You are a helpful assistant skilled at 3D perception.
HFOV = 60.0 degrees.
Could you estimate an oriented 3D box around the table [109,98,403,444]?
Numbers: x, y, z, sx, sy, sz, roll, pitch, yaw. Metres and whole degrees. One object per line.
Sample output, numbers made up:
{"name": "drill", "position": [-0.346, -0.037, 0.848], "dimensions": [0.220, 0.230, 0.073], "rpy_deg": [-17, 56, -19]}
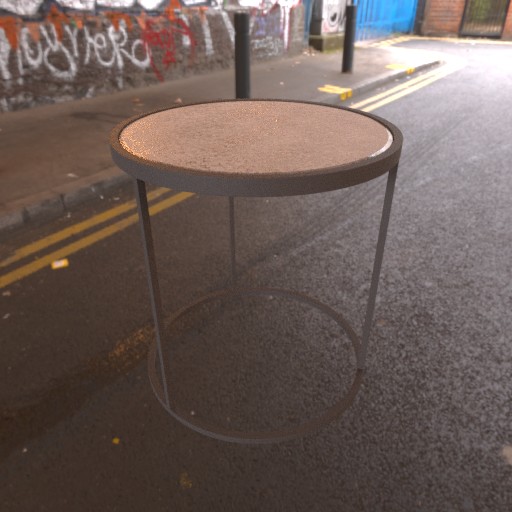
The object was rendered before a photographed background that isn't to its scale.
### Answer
{"name": "table", "position": [0.000, 0.000, 0.862], "dimensions": [0.470, 0.498, 0.470], "rpy_deg": [0, 31, 0]}
